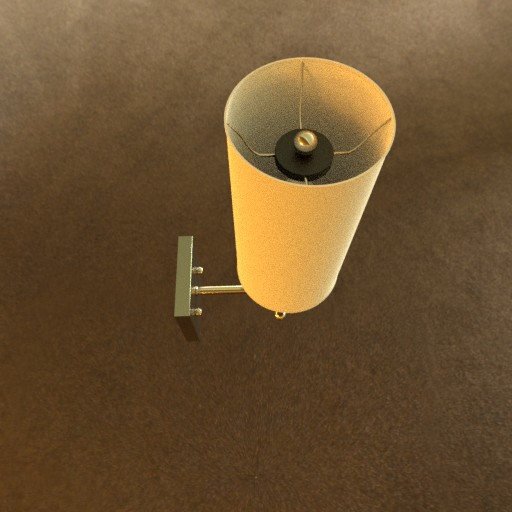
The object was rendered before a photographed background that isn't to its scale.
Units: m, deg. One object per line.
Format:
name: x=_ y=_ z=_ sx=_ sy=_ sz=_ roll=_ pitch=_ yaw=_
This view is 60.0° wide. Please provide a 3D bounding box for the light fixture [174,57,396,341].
light fixture: x=0.000 y=0.000 z=0.538 sx=0.208 sy=0.462 sz=0.128 roll=-2 pitch=63 yaw=-1
